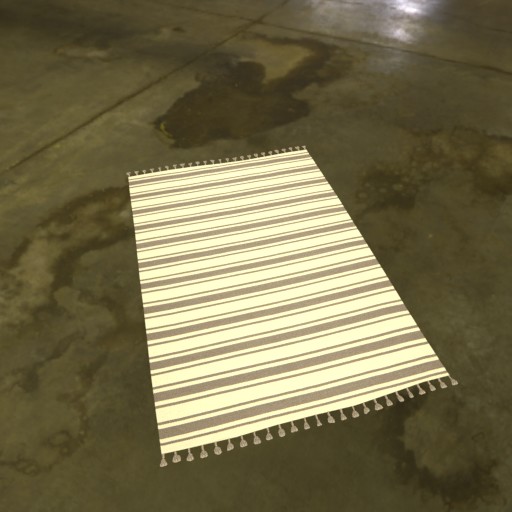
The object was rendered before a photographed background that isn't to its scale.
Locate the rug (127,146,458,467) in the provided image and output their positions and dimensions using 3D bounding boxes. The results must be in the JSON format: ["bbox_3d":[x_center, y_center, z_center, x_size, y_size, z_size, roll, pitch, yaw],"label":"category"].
[{"bbox_3d":[0.000,0.000,2.989,1.563,0.014,2.425,-11,47,-11],"label":"rug"}]
